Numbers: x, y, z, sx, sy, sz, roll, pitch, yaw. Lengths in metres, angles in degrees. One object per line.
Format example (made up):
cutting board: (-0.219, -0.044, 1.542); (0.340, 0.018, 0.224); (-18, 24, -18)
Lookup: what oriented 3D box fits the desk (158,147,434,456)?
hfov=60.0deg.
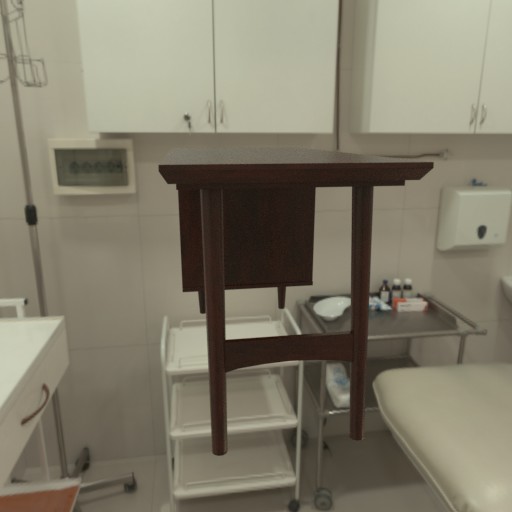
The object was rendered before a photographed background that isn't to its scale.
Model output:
desk: (0.000, 0.000, 1.665); (0.612, 0.758, 1.277); (-2, 15, -9)
